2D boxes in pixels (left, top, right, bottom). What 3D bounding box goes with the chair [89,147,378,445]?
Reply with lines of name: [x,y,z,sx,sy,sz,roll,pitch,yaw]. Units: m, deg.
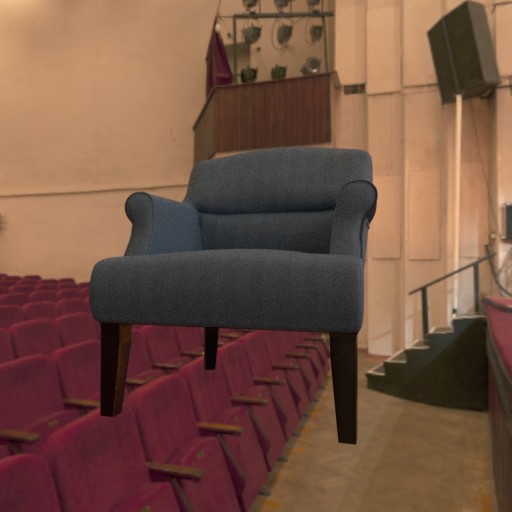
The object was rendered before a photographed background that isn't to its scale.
chair: [0.000,0.000,1.436,0.770,0.878,0.754,0,-1,17]
